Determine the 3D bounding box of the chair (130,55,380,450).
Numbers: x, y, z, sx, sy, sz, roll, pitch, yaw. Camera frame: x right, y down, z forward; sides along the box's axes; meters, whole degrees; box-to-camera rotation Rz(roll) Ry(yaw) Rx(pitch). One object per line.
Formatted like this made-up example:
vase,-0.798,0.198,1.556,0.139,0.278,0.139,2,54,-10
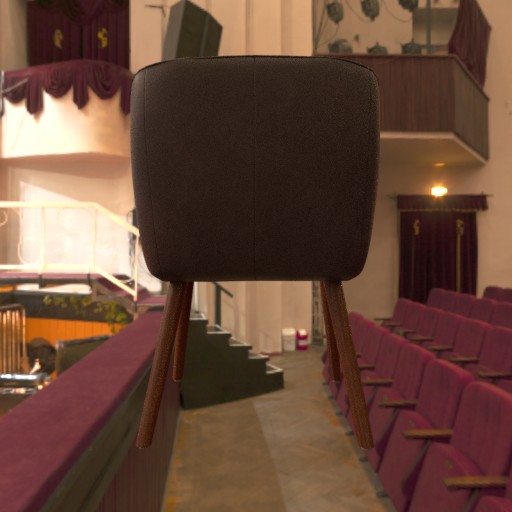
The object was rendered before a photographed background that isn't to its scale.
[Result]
chair,0.000,0.000,1.196,0.610,0.828,0.610,0,0,1
